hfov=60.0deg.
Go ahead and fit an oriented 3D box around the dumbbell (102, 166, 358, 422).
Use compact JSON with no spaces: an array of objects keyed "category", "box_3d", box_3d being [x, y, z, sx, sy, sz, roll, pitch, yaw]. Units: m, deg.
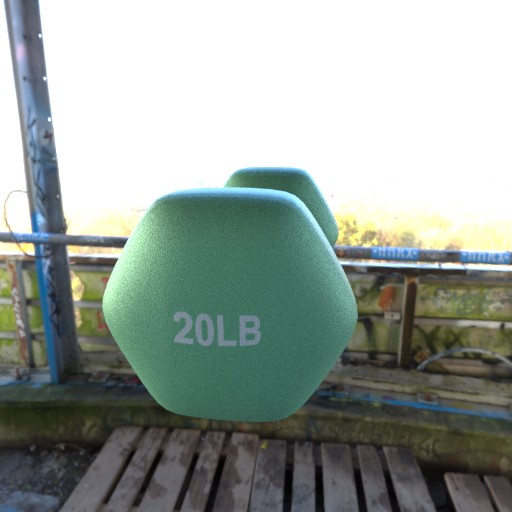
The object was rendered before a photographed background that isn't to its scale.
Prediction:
[{"category":"dumbbell","box_3d":[0.000,0.000,0.321,0.129,0.117,0.260,2,15,8]}]
